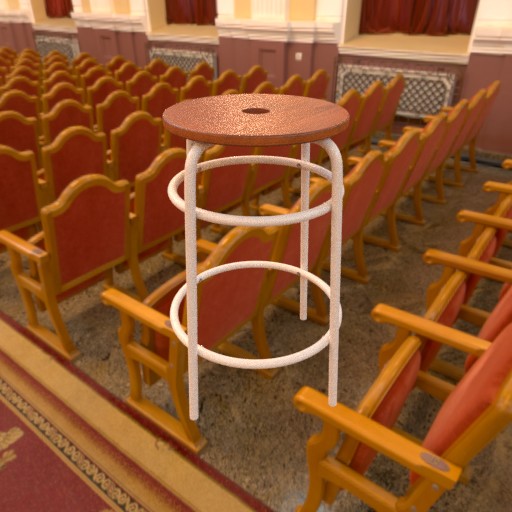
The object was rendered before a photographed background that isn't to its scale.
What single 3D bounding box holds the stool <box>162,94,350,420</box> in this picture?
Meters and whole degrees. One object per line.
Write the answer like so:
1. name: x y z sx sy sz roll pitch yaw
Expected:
1. stool: 0.000 0.000 0.958 0.455 0.610 0.455 22 37 32
